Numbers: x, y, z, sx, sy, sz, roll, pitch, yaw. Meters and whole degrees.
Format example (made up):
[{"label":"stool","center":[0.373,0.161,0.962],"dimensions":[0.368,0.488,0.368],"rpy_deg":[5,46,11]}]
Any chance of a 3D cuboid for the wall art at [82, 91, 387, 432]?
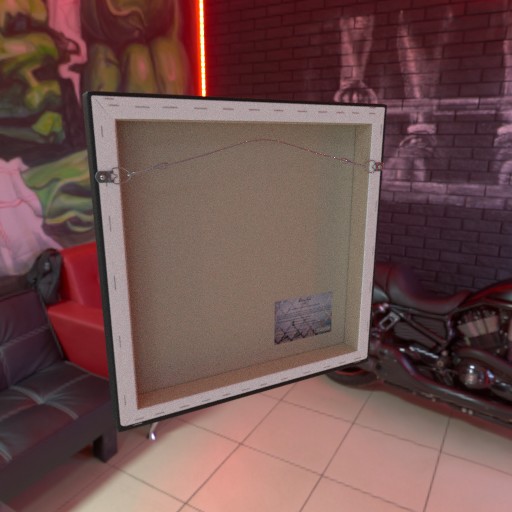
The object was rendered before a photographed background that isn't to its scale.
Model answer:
[{"label":"wall art","center":[0.000,0.000,0.607],"dimensions":[0.406,0.407,0.041],"rpy_deg":[-7,17,-26]}]
